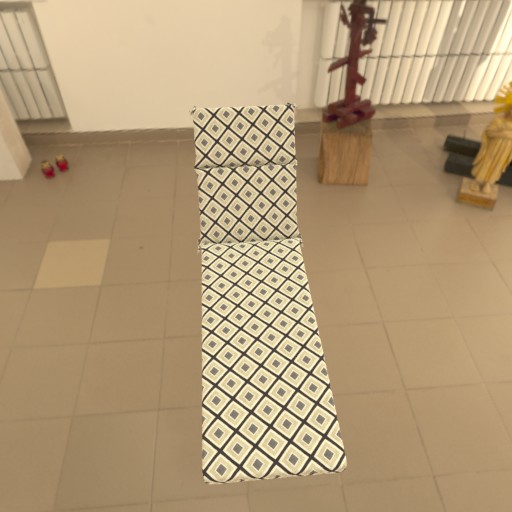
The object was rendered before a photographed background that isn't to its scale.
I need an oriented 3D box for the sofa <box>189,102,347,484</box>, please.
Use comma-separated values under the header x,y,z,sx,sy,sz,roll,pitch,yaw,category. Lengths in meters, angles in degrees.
x,y,z,sx,sy,sz,roll,pitch,yaw,category
0.000,0.000,1.949,0.582,0.622,1.663,-4,47,-3,sofa
